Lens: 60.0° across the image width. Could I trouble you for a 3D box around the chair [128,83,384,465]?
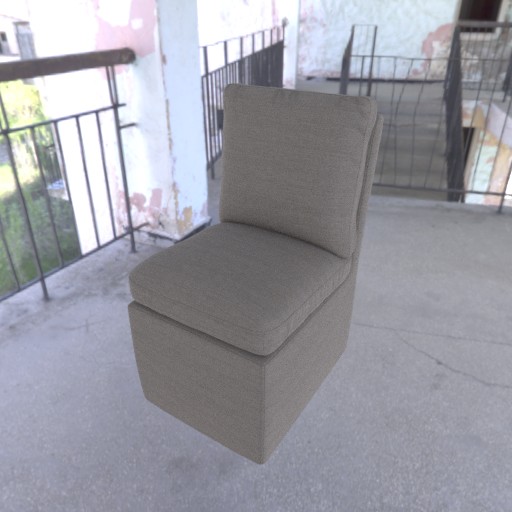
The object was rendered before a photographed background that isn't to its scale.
[{"bbox_3d":[0.000,0.000,1.374,0.503,0.927,0.698,18,34,28],"label":"chair"}]
